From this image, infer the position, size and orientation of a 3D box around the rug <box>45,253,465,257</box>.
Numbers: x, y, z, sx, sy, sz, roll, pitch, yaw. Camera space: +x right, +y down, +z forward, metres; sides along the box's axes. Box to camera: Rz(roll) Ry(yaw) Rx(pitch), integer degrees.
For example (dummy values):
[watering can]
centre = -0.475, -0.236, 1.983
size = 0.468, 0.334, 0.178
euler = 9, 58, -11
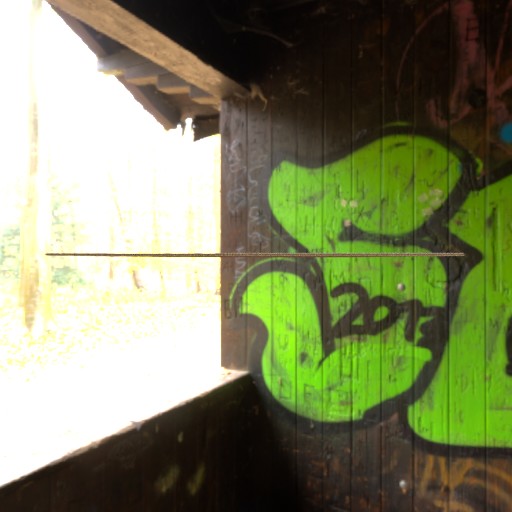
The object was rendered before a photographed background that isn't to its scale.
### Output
[rug]
centre = 0.000, 0.000, 4.088
size = 2.441, 0.015, 3.050
euler = 0, 0, 0
